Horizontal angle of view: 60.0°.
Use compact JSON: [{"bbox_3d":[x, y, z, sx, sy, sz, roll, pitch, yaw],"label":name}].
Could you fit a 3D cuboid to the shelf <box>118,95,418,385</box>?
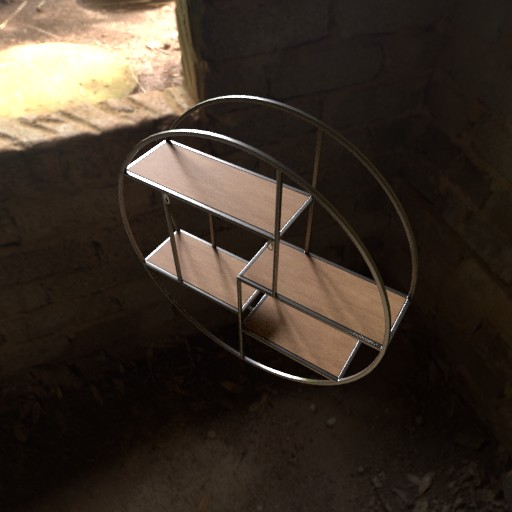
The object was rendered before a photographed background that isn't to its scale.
[{"bbox_3d":[0.000,0.000,1.316,0.888,0.888,0.202,25,52,22],"label":"shelf"}]
